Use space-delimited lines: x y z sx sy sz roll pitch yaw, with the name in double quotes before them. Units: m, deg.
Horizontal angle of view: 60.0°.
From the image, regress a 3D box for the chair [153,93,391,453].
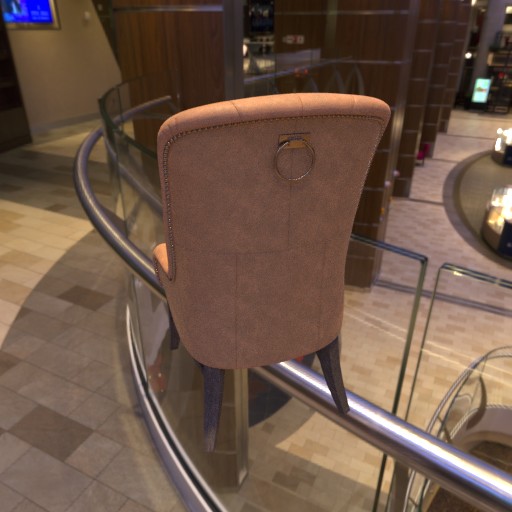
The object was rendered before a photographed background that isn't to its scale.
"chair" 0.000 0.000 1.482 0.634 1.091 0.629 -9 29 -17
